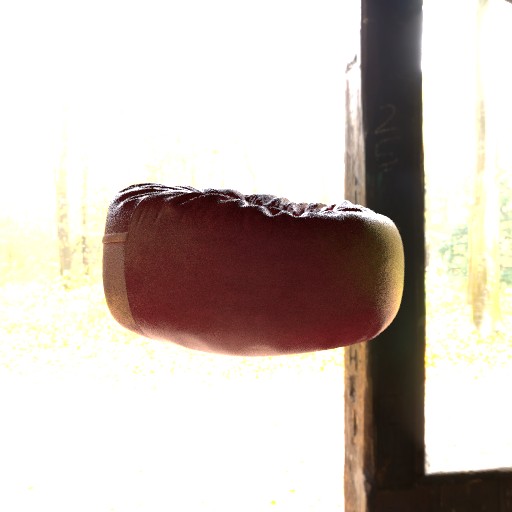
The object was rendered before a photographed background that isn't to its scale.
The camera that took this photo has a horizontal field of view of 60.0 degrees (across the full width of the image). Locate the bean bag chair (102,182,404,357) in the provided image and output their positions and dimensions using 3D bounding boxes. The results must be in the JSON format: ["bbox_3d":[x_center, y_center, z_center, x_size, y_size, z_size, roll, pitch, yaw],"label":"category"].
[{"bbox_3d":[0.000,0.000,2.412,1.524,0.878,1.524,0,0,-36],"label":"bean bag chair"}]
